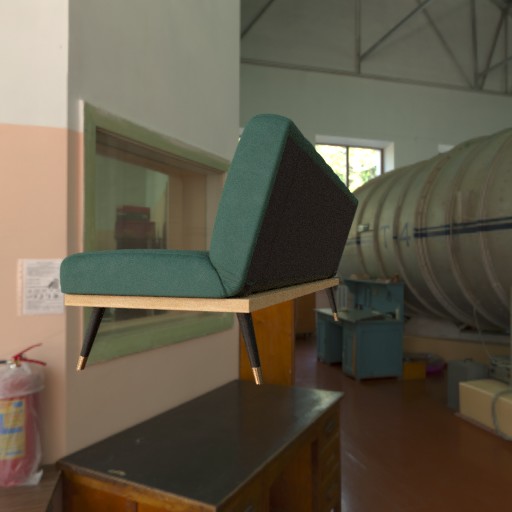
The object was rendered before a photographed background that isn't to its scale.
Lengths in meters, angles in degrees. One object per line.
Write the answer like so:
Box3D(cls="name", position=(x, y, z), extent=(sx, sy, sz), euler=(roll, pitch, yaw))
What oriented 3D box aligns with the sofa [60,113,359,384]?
Box3D(cls="sofa", position=(0.000, 0.000, 2.227), extent=(0.830, 0.820, 1.810), euler=(0, -1, 19))
